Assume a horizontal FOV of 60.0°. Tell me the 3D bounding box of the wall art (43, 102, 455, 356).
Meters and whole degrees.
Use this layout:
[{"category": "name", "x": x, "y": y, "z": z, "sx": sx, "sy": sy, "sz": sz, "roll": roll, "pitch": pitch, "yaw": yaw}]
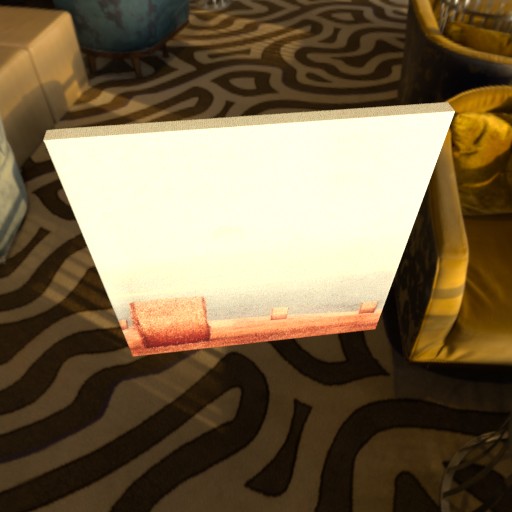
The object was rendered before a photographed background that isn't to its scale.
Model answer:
[{"category": "wall art", "x": 0.000, "y": 0.000, "z": 0.882, "sx": 0.605, "sy": 0.605, "sz": 0.034, "roll": -5, "pitch": 48, "yaw": -5}]
